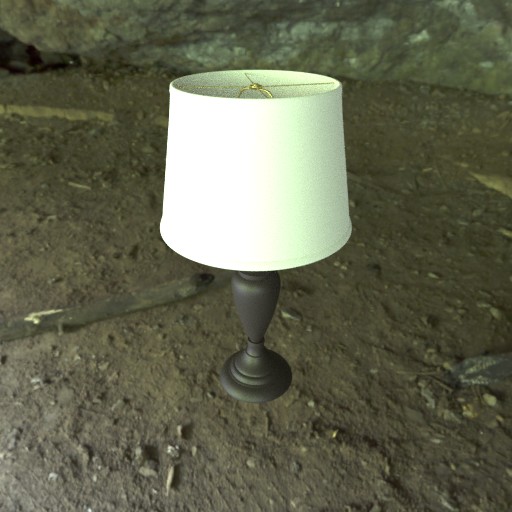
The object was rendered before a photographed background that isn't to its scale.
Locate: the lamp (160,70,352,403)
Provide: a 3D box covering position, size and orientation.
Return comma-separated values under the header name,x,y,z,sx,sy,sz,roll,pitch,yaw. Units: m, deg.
name,x,y,z,sx,sy,sz,roll,pitch,yaw
lamp,0.000,0.000,0.826,0.335,0.611,0.335,0,30,0
